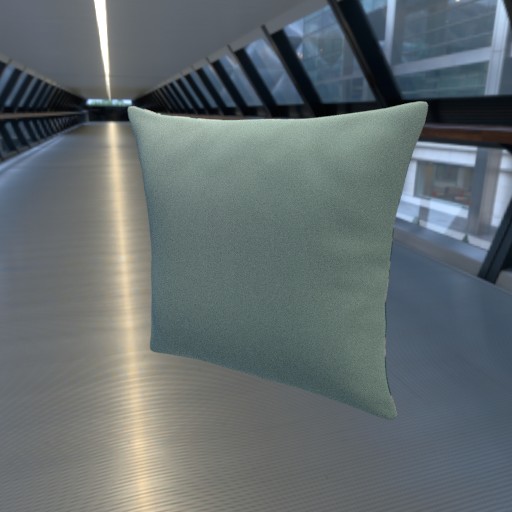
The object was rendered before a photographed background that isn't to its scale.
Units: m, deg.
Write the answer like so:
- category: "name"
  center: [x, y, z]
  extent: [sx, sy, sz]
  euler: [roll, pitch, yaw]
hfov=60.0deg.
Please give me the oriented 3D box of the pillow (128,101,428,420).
- category: "pillow"
  center: [0.000, 0.000, 0.782]
  extent: [0.525, 0.508, 0.166]
  euler: [8, 19, 26]
